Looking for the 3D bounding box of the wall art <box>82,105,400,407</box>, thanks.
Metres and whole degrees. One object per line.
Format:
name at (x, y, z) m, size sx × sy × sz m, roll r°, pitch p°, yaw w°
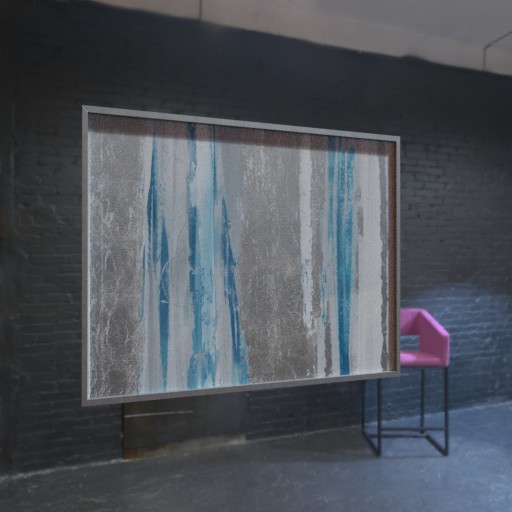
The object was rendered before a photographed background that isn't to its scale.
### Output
wall art at (0.000, 0.000, 0.765) m, size 0.557 × 0.450 × 0.037 m, roll 0°, pitch 0°, yaw -18°
